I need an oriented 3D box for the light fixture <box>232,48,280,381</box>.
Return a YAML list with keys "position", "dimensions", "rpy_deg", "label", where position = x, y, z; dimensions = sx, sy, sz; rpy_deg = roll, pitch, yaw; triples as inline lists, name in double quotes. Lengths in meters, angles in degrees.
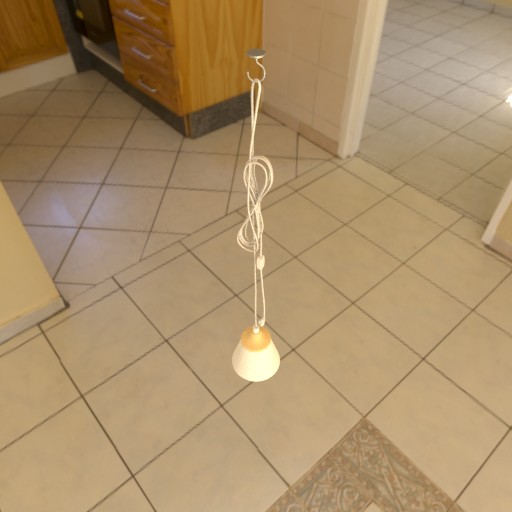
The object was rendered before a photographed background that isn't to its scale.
- position: [0.000, 0.000, 1.076]
  dimensions: [0.153, 0.966, 0.153]
  rpy_deg: [31, 54, 26]
  label: "light fixture"
